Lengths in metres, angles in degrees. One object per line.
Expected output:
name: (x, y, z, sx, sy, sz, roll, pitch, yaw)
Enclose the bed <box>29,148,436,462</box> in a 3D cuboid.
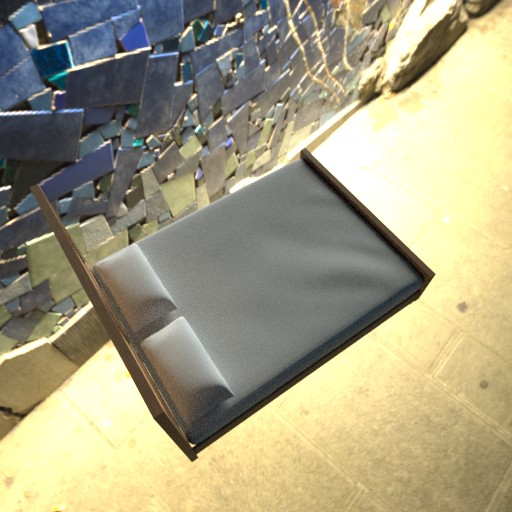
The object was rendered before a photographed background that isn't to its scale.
bed: (0.000, 0.000, 3.211, 2.184, 1.387, 1.606, -30, 63, -17)
